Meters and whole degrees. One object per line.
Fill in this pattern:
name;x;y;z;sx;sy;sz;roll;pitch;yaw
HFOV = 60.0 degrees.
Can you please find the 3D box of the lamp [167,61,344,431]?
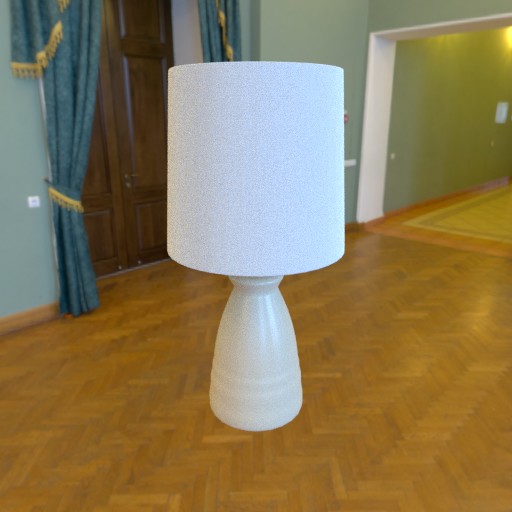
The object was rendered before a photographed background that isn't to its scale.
lamp;0.000;0.000;0.478;0.186;0.369;0.186;0;18;0
